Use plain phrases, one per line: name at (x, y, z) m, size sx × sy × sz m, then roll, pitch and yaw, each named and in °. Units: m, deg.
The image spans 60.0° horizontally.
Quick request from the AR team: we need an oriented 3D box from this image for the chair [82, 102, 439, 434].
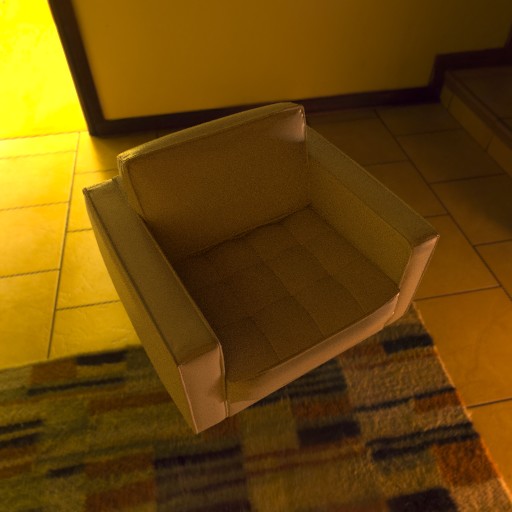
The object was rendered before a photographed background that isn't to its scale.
chair at (0.000, 0.000, 1.546) m, size 0.928 × 0.773 × 0.843 m, roll -24°, pitch 52°, yaw -20°
